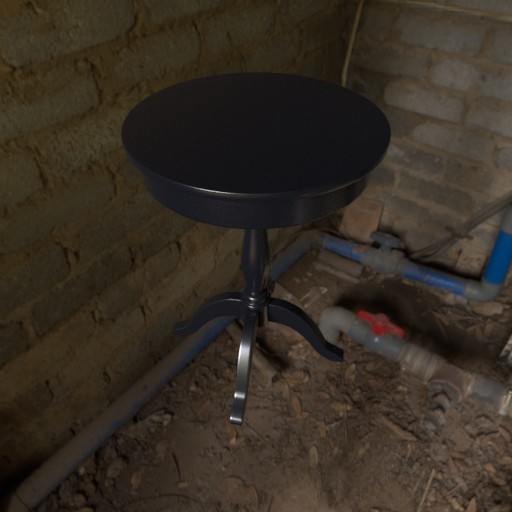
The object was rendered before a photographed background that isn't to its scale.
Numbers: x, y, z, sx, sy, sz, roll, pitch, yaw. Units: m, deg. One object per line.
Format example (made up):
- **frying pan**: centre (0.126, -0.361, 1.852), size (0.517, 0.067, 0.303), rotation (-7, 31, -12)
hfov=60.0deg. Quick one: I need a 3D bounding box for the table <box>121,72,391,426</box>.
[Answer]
- **table**: centre (0.000, 0.000, 1.022), size (0.481, 0.665, 0.481), rotation (0, 42, 0)
